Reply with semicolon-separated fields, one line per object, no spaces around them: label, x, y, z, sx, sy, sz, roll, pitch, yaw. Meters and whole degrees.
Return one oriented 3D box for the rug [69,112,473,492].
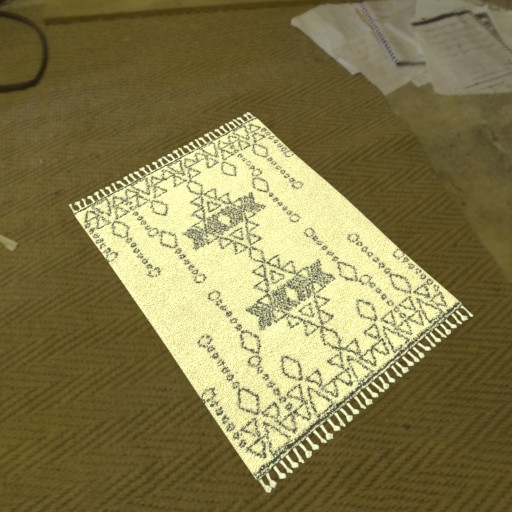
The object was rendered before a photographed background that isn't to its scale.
rug;0.000;0.000;3.865;2.125;0.028;3.027;-33;64;-18
